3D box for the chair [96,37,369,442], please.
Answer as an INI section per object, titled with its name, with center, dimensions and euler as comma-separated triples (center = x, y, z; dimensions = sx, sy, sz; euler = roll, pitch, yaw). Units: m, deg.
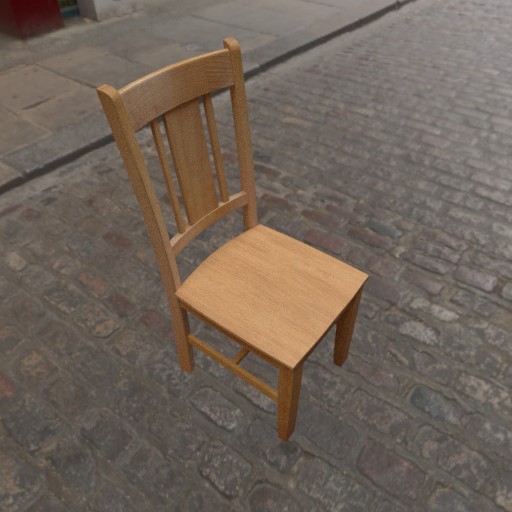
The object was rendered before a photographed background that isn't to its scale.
[chair]
center = 0.000, 0.000, 1.289
dimensions = 0.556, 0.998, 0.450
euler = 27, 49, 27
